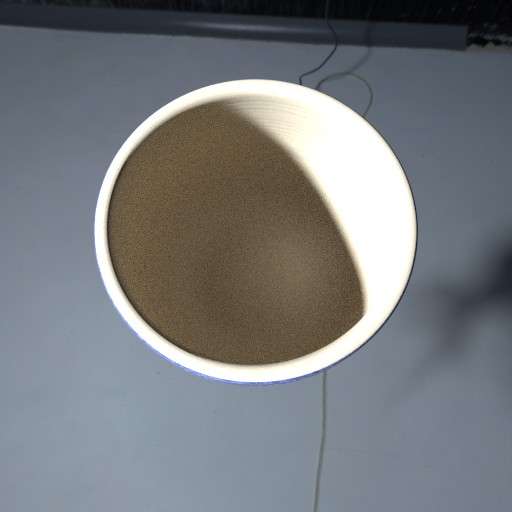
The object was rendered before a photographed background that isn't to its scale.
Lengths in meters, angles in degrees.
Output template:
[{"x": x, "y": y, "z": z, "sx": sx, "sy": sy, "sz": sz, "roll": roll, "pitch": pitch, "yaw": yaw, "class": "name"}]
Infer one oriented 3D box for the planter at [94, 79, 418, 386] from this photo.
[{"x": 0.000, "y": 0.000, "z": 0.293, "sx": 0.165, "sy": 0.149, "sz": 0.165, "roll": 0, "pitch": 74, "yaw": 0, "class": "planter"}]
